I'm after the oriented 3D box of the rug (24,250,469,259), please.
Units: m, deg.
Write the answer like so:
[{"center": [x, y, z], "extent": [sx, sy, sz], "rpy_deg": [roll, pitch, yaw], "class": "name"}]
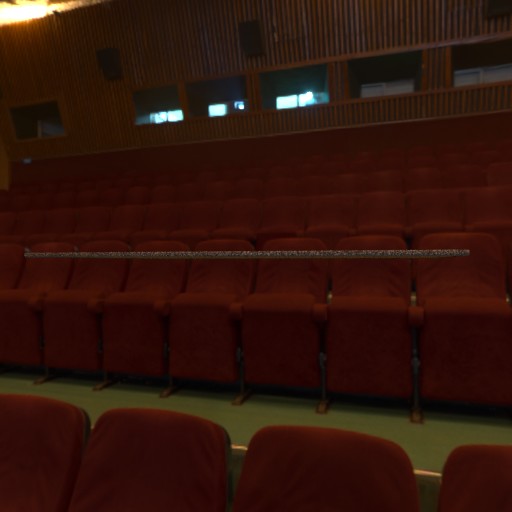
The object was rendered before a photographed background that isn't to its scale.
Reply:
[{"center": [0.000, 0.000, 2.914], "extent": [2.352, 0.025, 1.501], "rpy_deg": [0, -1, 17], "class": "rug"}]
